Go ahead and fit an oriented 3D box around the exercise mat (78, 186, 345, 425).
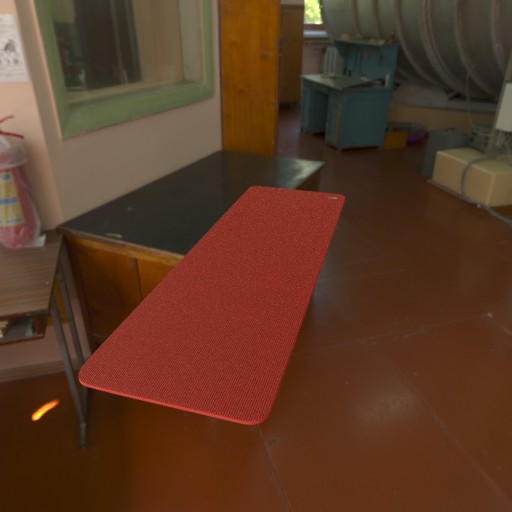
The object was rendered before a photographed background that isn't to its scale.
[{"bbox_3d":[0.000,0.000,2.061,0.616,0.021,1.869,8,29,15],"label":"exercise mat"}]
